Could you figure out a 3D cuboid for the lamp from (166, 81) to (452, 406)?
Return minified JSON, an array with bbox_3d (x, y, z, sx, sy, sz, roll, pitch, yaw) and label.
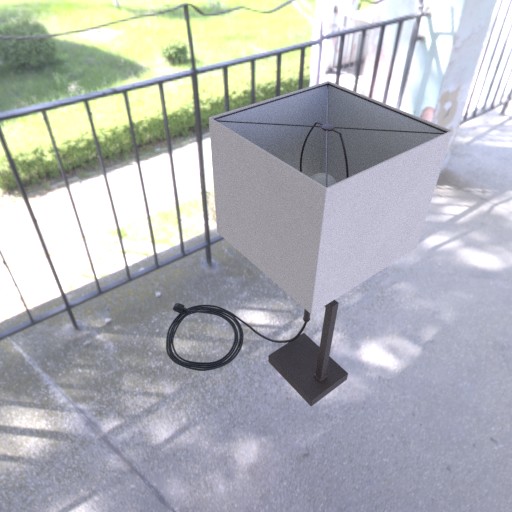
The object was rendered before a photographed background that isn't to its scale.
[{"bbox_3d":[0.000,0.000,0.976,0.399,0.660,0.504,-27,48,-27],"label":"lamp"}]
